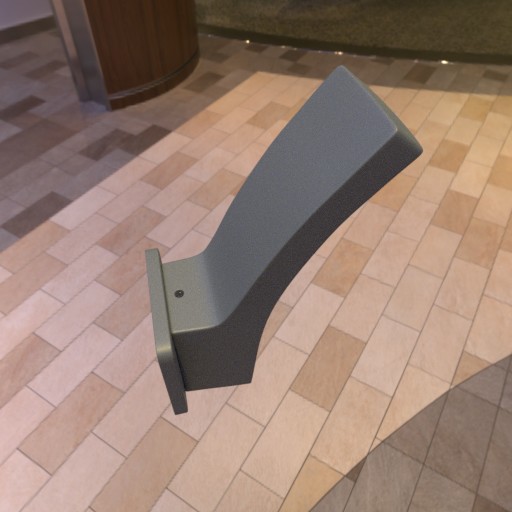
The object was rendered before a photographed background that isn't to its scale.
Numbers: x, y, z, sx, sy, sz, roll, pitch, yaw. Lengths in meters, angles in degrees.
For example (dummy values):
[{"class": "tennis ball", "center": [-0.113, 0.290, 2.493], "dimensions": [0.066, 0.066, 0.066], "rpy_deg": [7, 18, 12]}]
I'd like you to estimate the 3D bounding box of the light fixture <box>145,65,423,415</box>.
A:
[{"class": "light fixture", "center": [0.000, 0.000, 0.331], "dimensions": [0.174, 0.243, 0.108], "rpy_deg": [-10, 48, -10]}]
